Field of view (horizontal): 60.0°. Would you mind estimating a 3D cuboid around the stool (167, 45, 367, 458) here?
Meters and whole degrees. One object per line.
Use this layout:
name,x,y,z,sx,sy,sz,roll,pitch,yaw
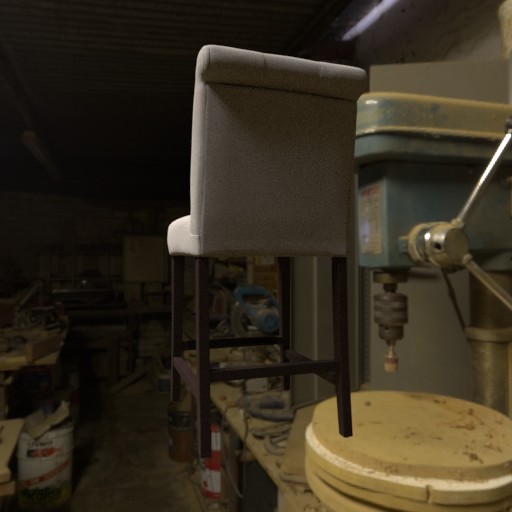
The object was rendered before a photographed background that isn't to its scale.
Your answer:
stool,0.000,0.000,1.400,0.493,1.040,0.601,0,0,-19
